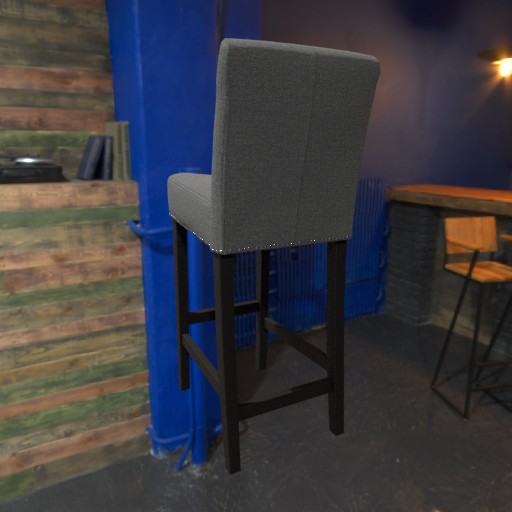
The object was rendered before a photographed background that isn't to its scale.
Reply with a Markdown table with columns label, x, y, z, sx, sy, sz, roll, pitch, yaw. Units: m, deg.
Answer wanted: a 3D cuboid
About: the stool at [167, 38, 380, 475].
| label | x | y | z | sx | sy | sz | roll | pitch | yaw |
| --- | --- | --- | --- | --- | --- | --- | --- | --- | --- |
| stool | 0.000 | 0.000 | 1.296 | 0.411 | 1.047 | 0.548 | -7 | 16 | -27 |
